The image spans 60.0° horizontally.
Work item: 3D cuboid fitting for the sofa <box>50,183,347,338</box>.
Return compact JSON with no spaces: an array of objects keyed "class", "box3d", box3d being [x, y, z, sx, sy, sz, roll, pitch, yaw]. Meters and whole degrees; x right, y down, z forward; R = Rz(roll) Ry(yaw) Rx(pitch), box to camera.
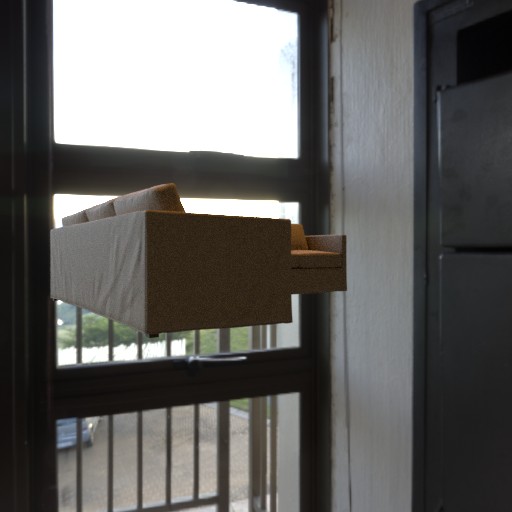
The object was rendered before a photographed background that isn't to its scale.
[{"class":"sofa","box3d":[0.000,0.000,4.230,3.182,0.871,2.432,0,0,-36]}]
